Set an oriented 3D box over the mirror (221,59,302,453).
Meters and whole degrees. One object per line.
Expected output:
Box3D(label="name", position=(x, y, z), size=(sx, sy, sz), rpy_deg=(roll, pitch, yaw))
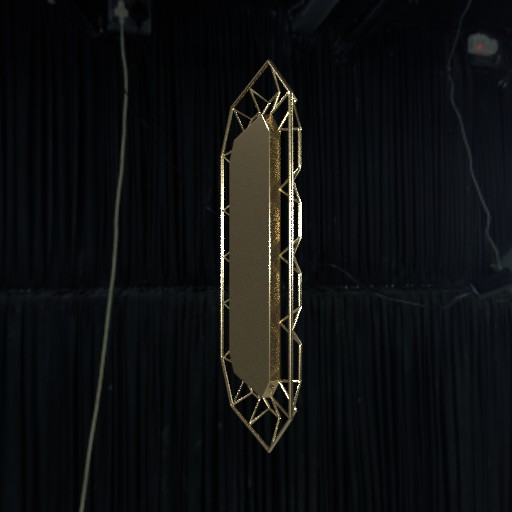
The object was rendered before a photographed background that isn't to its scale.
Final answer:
Box3D(label="mirror", position=(0.000, 0.000, 1.137), size=(0.051, 0.870, 0.572), rpy_deg=(0, -1, -18))
